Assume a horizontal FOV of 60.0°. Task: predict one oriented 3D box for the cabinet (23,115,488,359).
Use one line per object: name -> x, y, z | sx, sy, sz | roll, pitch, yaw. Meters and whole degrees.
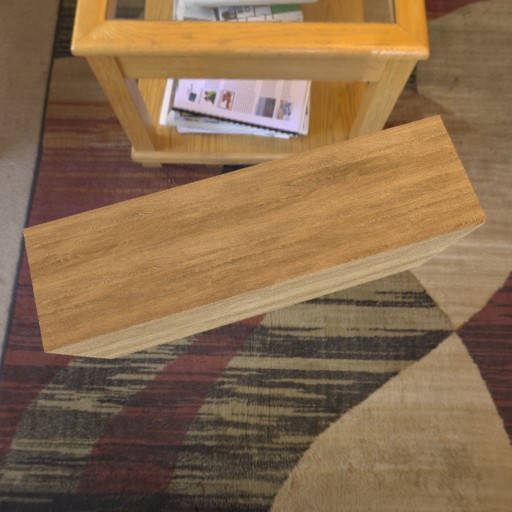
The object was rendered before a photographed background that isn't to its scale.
cabinet -> 0.000, 0.000, 2.004 | 1.600, 0.870, 0.450 | -16, 76, -4
